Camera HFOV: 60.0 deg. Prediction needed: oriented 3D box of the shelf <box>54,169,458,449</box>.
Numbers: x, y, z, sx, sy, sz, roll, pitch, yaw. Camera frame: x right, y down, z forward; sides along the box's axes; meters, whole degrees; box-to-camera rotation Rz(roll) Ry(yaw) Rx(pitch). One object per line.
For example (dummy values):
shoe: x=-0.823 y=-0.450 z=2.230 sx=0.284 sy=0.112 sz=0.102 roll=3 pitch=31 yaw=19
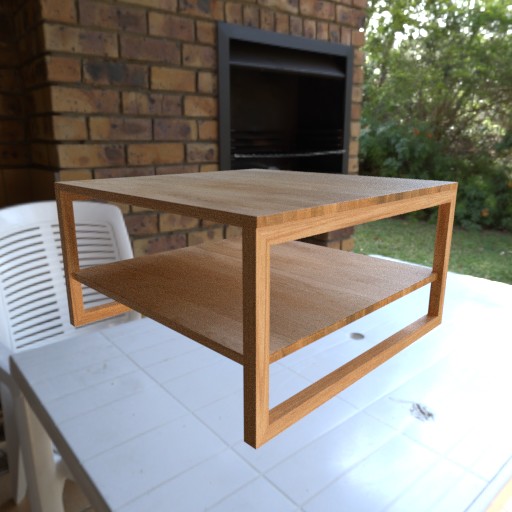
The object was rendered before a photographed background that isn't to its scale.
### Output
shelf: x=0.000 y=0.000 z=1.455 sx=0.899 sy=0.480 sz=0.899 roll=14 pitch=21 yaw=43
